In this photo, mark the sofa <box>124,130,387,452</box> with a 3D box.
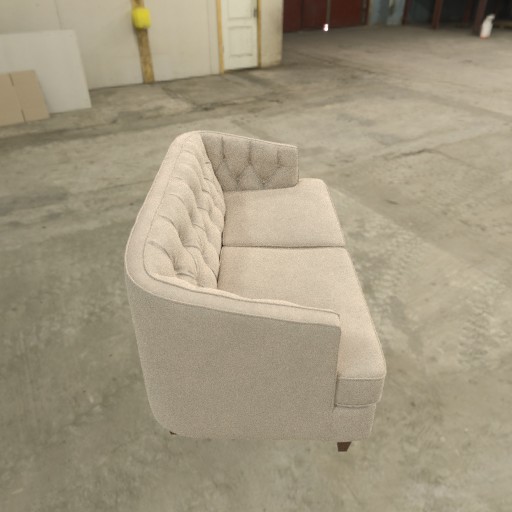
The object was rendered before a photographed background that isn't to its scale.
[{"bbox_3d":[0.000,0.000,2.265,0.940,0.878,1.731,0,33,0],"label":"sofa"}]
